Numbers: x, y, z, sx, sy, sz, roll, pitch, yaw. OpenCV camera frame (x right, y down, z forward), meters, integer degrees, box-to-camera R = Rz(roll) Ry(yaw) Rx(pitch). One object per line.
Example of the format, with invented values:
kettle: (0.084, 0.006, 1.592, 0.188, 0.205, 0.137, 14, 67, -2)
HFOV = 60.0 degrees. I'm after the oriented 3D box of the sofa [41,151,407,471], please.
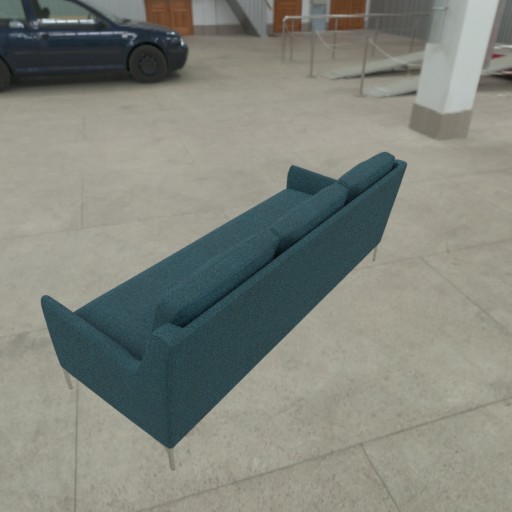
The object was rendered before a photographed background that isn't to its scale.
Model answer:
sofa: (0.000, 0.000, 2.454, 0.849, 0.837, 2.060, 21, 38, 30)
